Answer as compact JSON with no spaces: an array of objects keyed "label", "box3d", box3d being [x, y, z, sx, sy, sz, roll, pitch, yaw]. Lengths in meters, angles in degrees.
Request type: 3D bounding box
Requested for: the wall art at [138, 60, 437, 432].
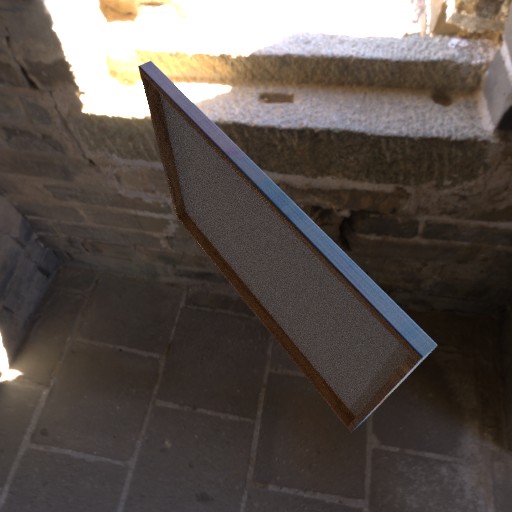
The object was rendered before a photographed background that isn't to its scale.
[{"label":"wall art","box3d":[0.000,0.000,1.143,0.037,0.605,0.911,-32,63,-18]}]
